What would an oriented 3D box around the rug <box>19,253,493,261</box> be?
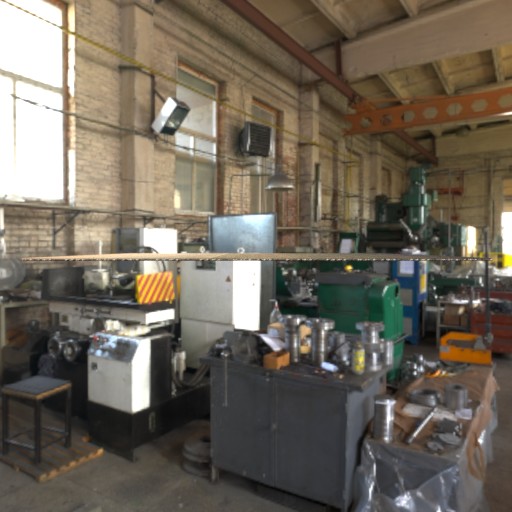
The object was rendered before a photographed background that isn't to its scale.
[{"bbox_3d":[0.000,0.000,3.836,2.902,0.017,2.306,0,1,0],"label":"rug"}]
